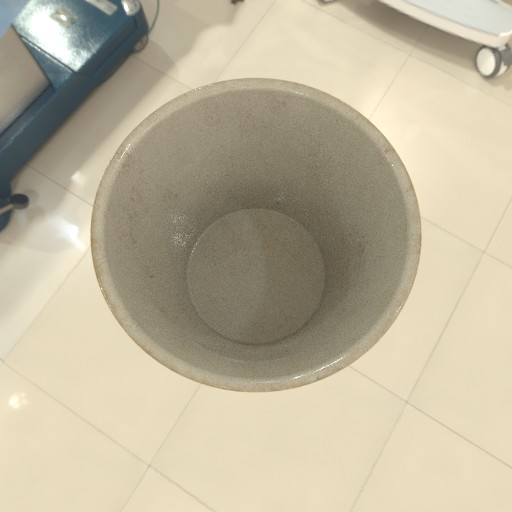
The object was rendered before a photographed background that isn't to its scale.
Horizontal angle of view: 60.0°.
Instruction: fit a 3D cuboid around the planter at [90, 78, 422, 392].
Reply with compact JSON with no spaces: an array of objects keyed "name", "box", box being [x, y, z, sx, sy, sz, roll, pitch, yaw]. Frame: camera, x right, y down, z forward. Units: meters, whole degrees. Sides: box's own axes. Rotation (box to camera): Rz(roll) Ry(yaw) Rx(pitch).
[{"name":"planter","box":[0.000,0.000,0.337,0.192,0.165,0.192,0,75,0]}]
